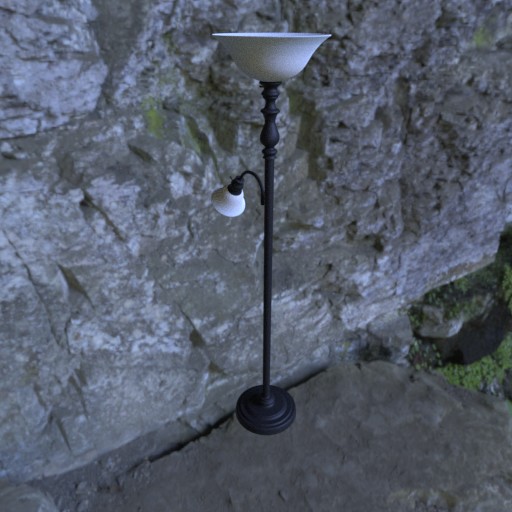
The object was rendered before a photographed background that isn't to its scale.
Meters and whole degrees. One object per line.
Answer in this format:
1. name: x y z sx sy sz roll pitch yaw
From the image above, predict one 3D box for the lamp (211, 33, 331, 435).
1. lamp: 0.000 0.000 2.000 0.405 1.793 0.588 -18 33 -30
